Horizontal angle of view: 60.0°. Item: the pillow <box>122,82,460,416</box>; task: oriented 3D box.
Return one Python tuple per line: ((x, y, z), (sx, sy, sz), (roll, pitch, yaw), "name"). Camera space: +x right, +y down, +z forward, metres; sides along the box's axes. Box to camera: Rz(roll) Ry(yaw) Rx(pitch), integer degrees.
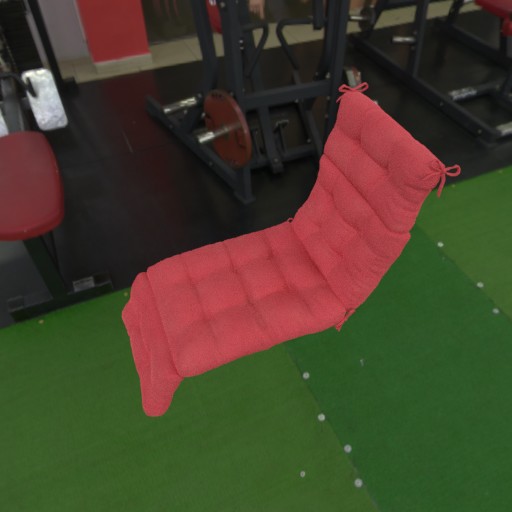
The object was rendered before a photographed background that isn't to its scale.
((0.000, 0.000, 1.527), (1.016, 0.863, 0.526), (-17, 50, -14), "pillow")
